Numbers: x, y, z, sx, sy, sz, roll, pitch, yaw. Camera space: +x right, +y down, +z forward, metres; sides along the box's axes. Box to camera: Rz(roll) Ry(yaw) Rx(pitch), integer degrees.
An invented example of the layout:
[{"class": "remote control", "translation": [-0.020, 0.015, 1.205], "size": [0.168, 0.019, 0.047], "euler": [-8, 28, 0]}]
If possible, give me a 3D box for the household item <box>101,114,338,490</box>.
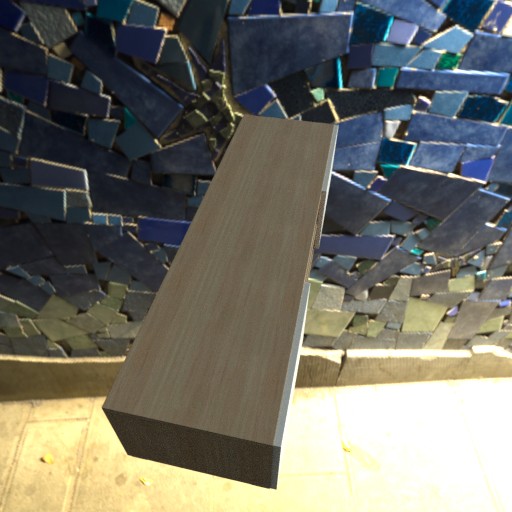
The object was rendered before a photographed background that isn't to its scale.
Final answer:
[{"class": "household item", "translation": [0.000, 0.000, 1.576], "size": [0.420, 0.310, 1.400], "euler": [9, 46, 9]}]
